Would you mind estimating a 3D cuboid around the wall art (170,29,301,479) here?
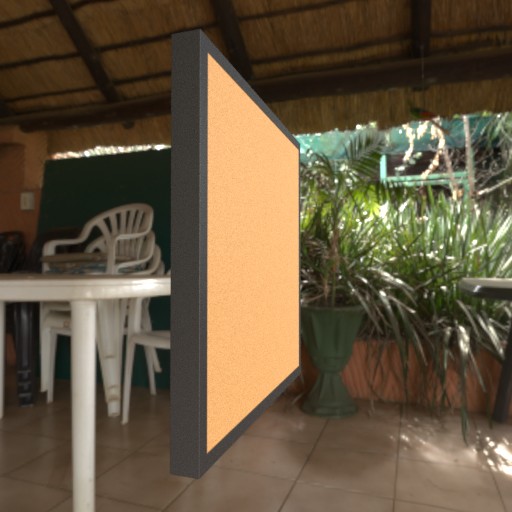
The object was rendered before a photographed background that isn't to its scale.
[{"bbox_3d":[0.000,0.000,0.743,0.037,0.506,0.506,0,-1,19],"label":"wall art"}]
